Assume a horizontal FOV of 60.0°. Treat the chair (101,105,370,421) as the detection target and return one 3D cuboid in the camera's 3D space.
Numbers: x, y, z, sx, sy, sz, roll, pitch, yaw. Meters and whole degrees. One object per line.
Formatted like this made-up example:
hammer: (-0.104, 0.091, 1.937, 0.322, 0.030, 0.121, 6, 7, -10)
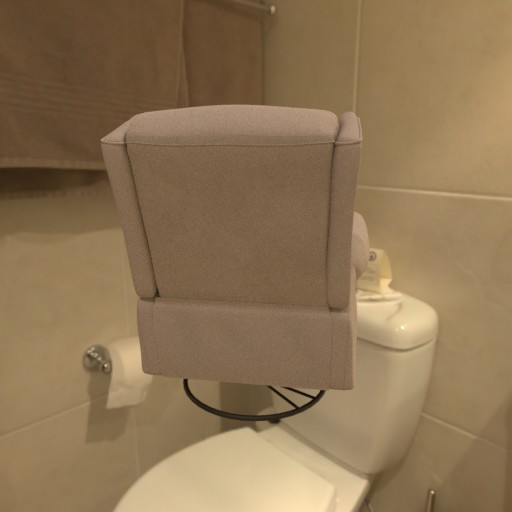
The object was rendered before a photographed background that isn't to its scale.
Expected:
chair: (0.000, 0.000, 1.653, 0.847, 1.011, 0.969, 2, 14, 9)
